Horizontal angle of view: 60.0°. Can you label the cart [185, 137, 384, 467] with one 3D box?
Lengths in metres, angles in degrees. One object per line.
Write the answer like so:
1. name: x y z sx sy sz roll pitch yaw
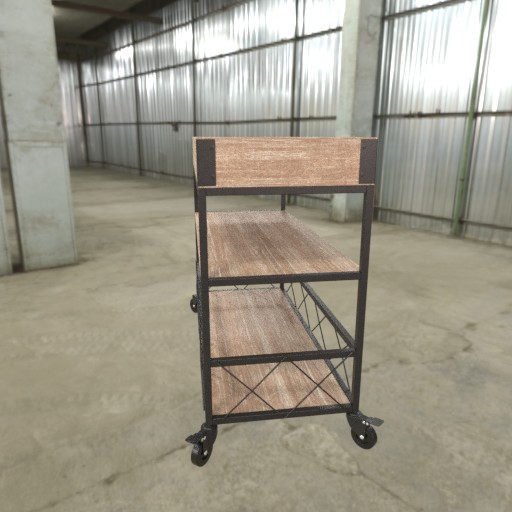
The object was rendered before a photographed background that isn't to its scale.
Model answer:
1. cart: 0.000 0.000 1.520 0.500 0.787 1.101 -2 15 -8
